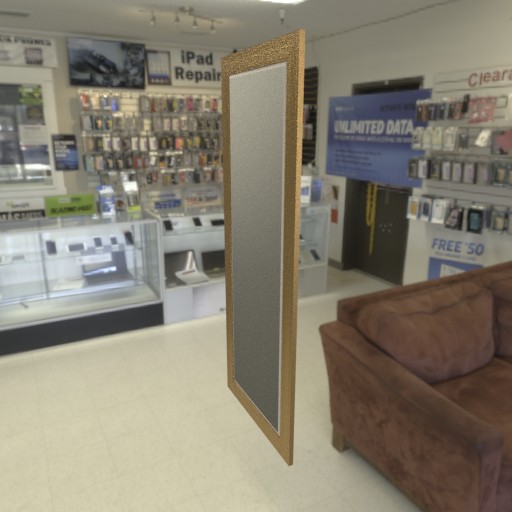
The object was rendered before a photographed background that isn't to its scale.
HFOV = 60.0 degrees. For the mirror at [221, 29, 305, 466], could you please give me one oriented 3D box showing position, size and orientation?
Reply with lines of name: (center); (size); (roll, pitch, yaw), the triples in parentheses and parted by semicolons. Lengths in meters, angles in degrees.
mirror: (0.000, 0.000, 2.345); (0.025, 2.031, 0.812); (-8, 18, -25)
